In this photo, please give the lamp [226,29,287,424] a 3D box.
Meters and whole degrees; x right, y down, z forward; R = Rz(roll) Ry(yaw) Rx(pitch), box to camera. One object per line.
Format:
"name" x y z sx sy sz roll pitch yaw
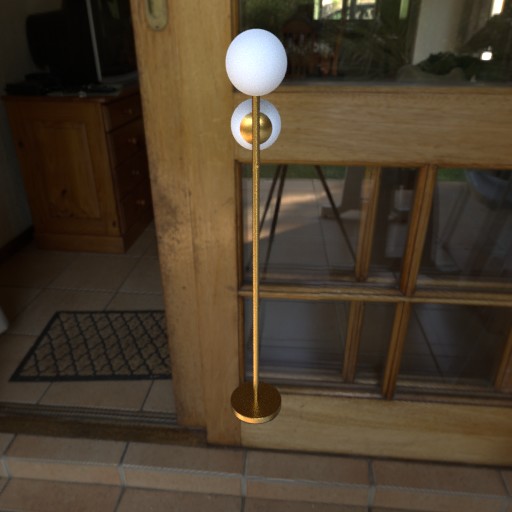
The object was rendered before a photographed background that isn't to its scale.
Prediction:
"lamp" 0.000 0.000 1.801 0.249 1.641 0.419 0 27 0
